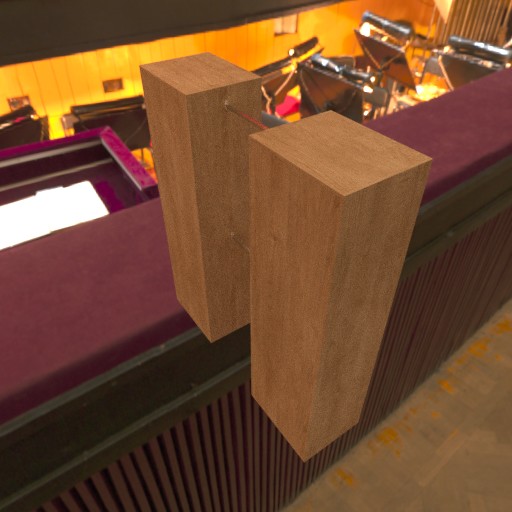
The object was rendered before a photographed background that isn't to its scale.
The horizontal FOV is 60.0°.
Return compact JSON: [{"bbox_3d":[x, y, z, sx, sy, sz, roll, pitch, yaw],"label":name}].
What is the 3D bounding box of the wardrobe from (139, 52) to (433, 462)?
[{"bbox_3d":[0.000,0.000,2.852,0.480,2.000,1.770,-24,46,-26],"label":"wardrobe"}]
